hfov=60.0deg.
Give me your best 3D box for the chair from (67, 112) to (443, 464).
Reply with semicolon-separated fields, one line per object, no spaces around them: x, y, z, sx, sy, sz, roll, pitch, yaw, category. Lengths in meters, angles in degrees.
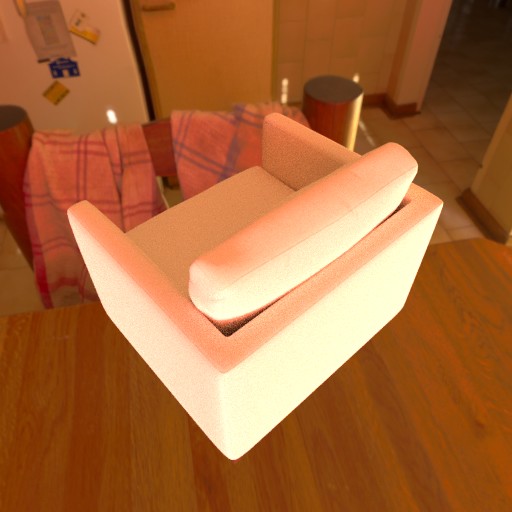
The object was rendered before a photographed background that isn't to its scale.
0.000;0.000;1.686;1.019;0.885;0.878;-33;55;-28;chair
